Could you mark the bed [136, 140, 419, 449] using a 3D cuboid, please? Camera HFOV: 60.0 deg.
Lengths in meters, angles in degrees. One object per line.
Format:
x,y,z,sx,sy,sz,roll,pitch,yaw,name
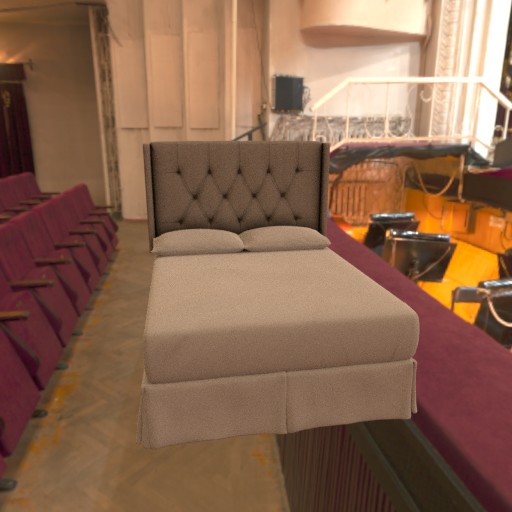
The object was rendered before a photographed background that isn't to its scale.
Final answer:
0.000,0.000,3.346,1.719,1.665,2.066,-3,15,-10,bed
